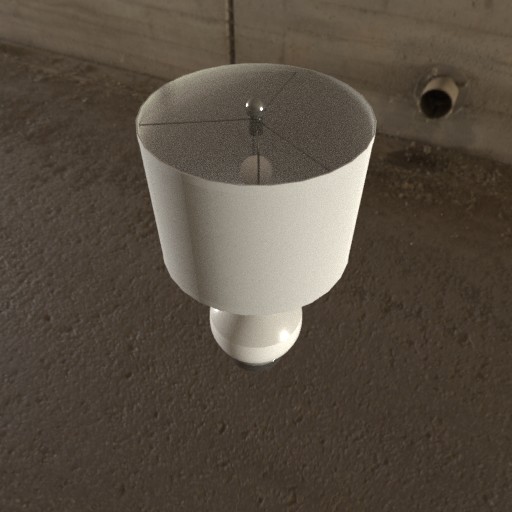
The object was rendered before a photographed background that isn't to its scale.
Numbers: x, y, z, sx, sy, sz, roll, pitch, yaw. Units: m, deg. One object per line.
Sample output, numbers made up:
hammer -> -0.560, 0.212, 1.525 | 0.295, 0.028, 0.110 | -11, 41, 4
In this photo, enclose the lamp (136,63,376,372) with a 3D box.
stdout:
lamp -> 0.000, 0.000, 0.890 | 0.357, 0.673, 0.357 | -4, 47, -4
